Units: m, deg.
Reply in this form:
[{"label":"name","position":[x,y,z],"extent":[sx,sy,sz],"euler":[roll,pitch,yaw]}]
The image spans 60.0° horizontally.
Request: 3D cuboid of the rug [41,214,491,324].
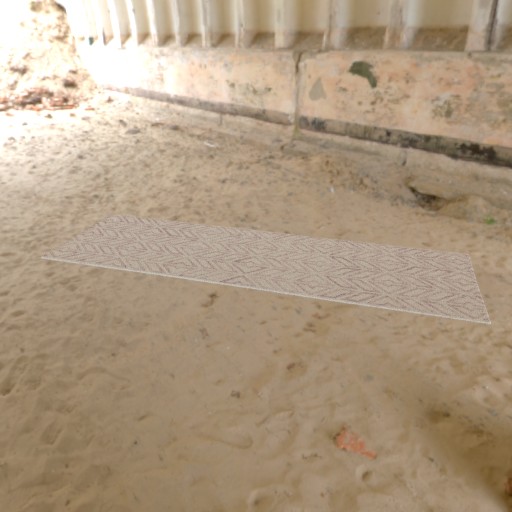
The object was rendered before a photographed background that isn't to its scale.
[{"label":"rug","position":[0.000,0.000,2.636],"extent":[2.435,0.009,0.750],"euler":[7,27,14]}]
